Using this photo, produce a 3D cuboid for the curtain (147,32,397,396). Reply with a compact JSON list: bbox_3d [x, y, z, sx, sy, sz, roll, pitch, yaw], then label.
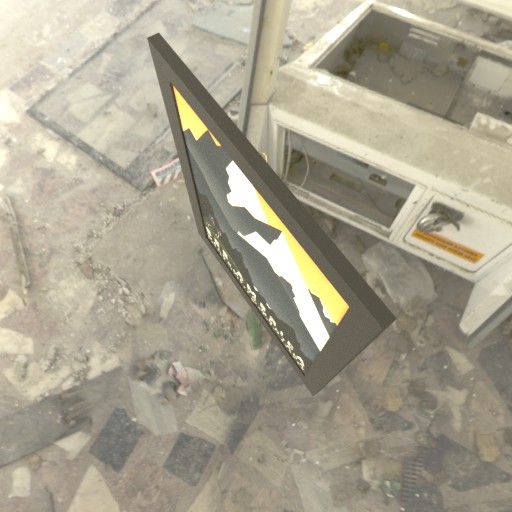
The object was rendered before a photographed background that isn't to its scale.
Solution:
[{"bbox_3d":[0.000,0.000,0.787,0.027,0.585,0.483,-32,70,-13],"label":"curtain"}]
